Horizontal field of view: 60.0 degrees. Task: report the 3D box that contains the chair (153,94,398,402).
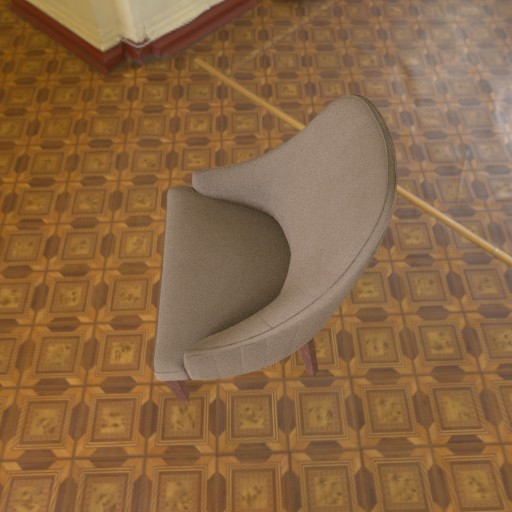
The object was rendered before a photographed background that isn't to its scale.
[{"bbox_3d":[0.000,0.000,1.282,0.575,0.889,0.643,-2,59,-1],"label":"chair"}]
